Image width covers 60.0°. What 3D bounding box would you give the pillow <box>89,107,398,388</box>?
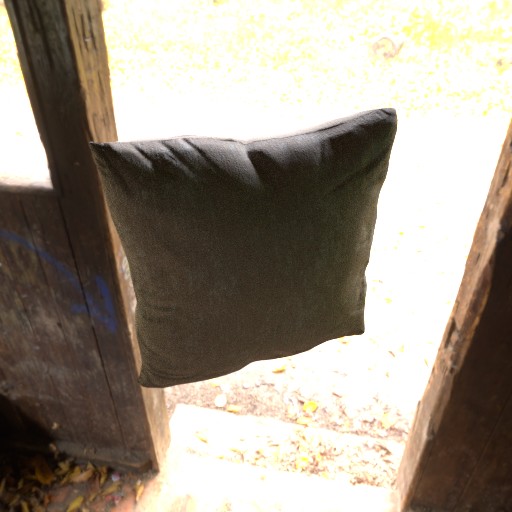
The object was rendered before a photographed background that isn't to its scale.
[{"bbox_3d":[0.000,0.000,0.731,0.450,0.448,0.245,-10,35,-15],"label":"pillow"}]
